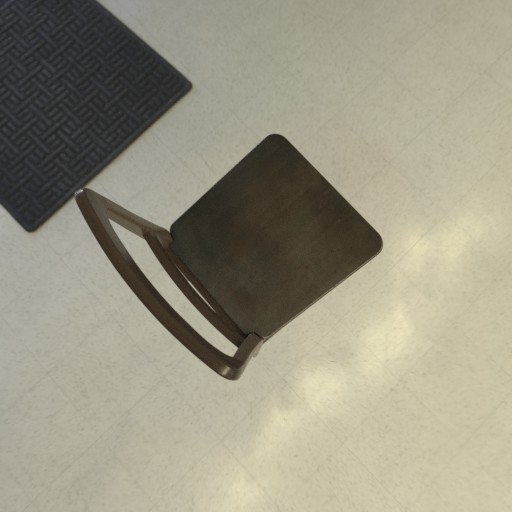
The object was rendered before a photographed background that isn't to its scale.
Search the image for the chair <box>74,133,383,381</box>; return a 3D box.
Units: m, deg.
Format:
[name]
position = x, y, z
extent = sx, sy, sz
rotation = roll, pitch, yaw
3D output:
[chair]
position = 0.000, 0.000, 1.259
extent = 0.546, 0.991, 0.450
rotation = -40, 80, -9
